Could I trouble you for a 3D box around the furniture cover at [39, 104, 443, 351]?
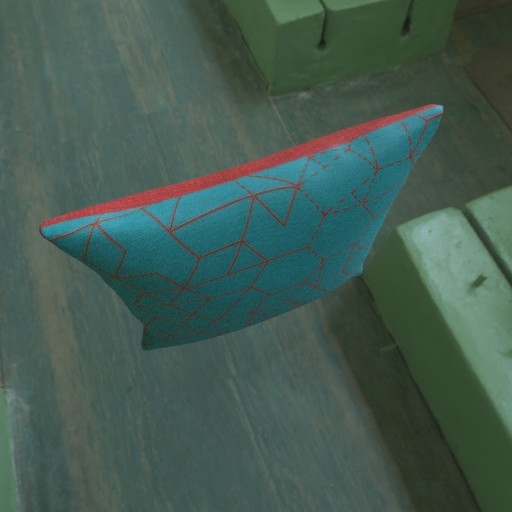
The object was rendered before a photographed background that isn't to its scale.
[{"bbox_3d":[0.000,0.000,0.755,0.517,0.508,0.158,-19,65,-9],"label":"furniture cover"}]
